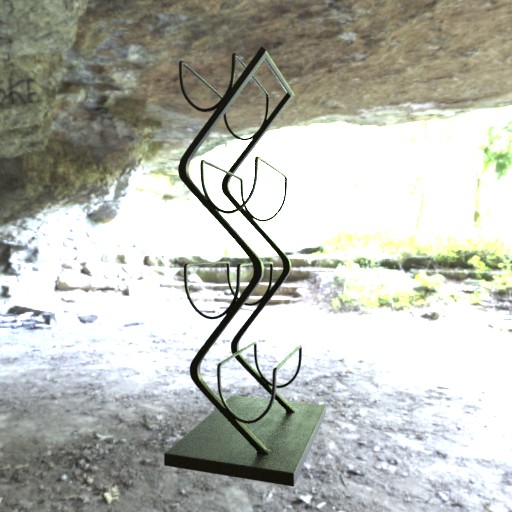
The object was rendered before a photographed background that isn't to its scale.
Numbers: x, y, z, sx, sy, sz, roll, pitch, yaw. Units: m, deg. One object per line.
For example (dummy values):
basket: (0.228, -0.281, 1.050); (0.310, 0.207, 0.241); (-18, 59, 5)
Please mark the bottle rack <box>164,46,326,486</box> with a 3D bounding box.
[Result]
bottle rack: (0.000, 0.000, 0.684); (0.178, 0.559, 0.254); (0, 0, 18)
